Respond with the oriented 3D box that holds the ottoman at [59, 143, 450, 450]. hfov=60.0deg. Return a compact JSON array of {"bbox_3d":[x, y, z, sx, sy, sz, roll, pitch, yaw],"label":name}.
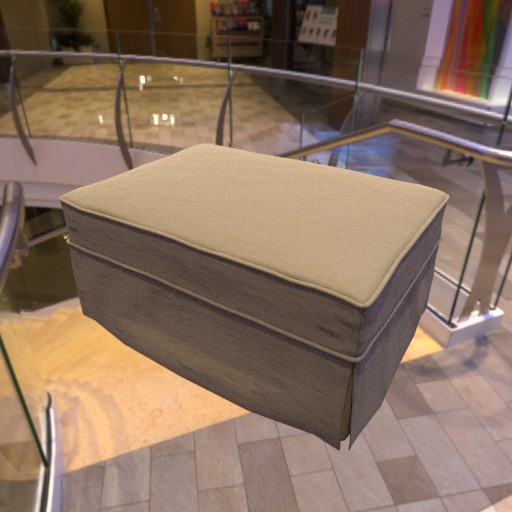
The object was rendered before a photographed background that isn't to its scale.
[{"bbox_3d":[0.000,0.000,1.322,0.944,0.479,0.703,18,35,29],"label":"ottoman"}]
